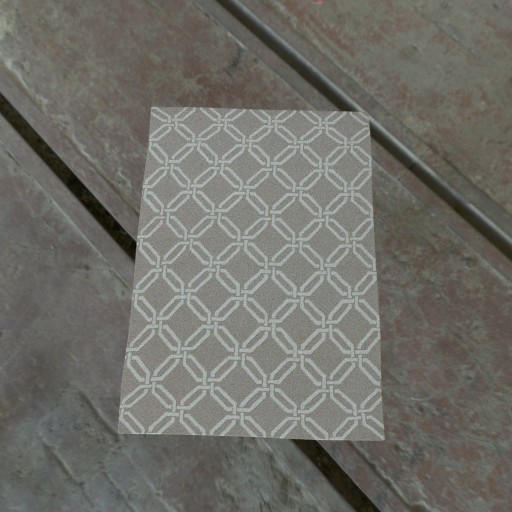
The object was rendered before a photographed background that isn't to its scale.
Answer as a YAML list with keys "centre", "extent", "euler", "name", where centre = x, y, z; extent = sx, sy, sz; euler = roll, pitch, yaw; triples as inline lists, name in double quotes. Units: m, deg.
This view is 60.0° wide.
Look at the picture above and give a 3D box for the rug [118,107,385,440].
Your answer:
- centre: [0.000, 0.000, 2.792]
  extent: [1.524, 0.013, 2.135]
  euler: [1, 74, 0]
  name: "rug"
